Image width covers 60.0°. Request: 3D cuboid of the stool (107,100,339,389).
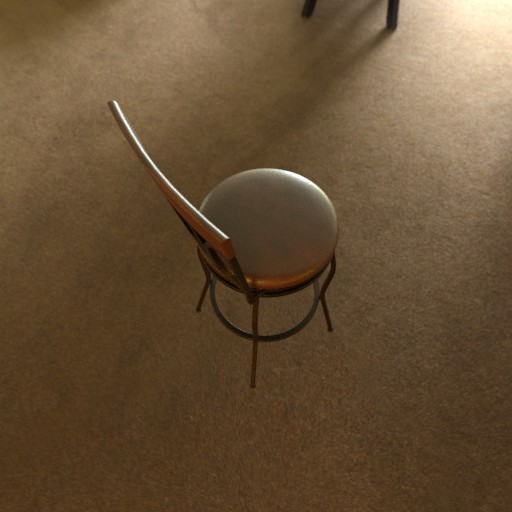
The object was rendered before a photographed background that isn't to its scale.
[{"bbox_3d":[0.000,0.000,1.413,0.513,1.130,0.448,-32,64,-18],"label":"stool"}]
